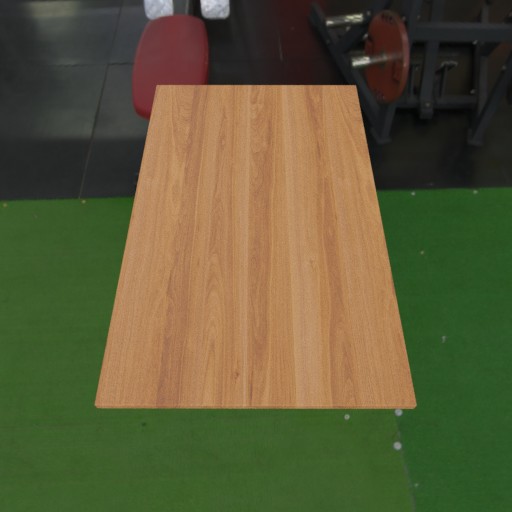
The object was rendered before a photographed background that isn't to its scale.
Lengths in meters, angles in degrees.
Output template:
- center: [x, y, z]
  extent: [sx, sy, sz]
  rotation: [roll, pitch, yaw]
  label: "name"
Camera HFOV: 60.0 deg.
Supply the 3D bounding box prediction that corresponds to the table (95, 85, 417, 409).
- center: [0.000, 0.000, 1.473]
  extent: [0.700, 0.510, 1.100]
  rotation: [0, 57, 0]
  label: "table"
